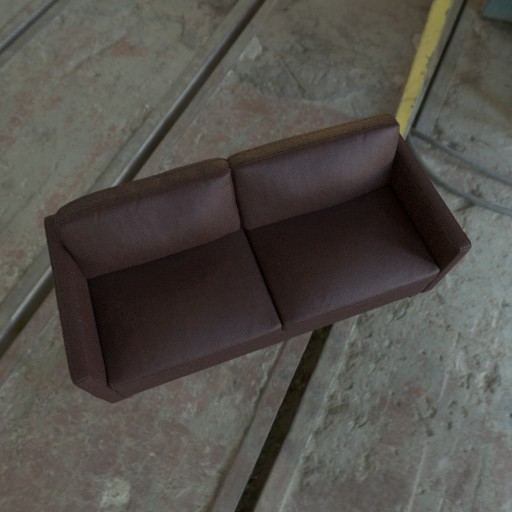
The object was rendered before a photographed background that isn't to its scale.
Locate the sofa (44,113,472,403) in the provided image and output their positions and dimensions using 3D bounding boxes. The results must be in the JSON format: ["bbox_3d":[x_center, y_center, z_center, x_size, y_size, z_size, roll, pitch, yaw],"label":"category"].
[{"bbox_3d":[0.000,0.000,2.402,1.971,0.863,0.923,-18,65,-9],"label":"sofa"}]
